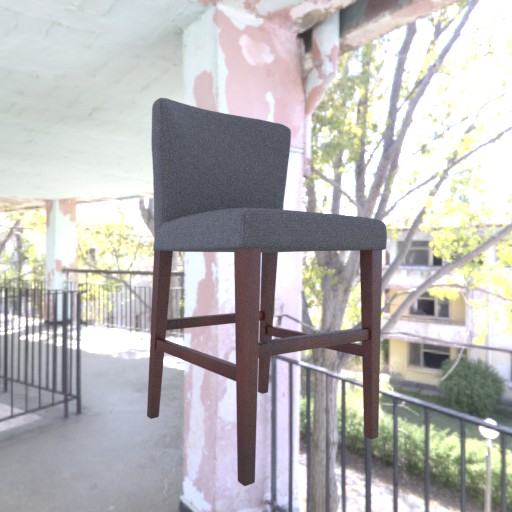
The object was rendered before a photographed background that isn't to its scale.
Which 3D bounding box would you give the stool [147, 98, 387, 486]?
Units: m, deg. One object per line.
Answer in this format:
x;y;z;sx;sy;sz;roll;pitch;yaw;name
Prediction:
0.000;0.000;1.263;0.479;0.968;0.568;0;0;-36;stool
